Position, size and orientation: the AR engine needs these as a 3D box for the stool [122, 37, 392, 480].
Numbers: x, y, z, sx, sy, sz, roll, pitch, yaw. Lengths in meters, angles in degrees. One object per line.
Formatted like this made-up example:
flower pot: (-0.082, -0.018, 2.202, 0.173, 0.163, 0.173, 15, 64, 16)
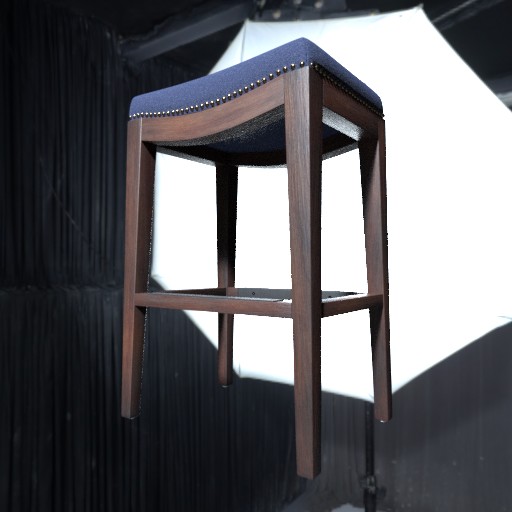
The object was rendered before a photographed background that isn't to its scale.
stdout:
stool: (0.000, 0.000, 1.007, 0.498, 0.740, 0.358, -1, -1, 37)
